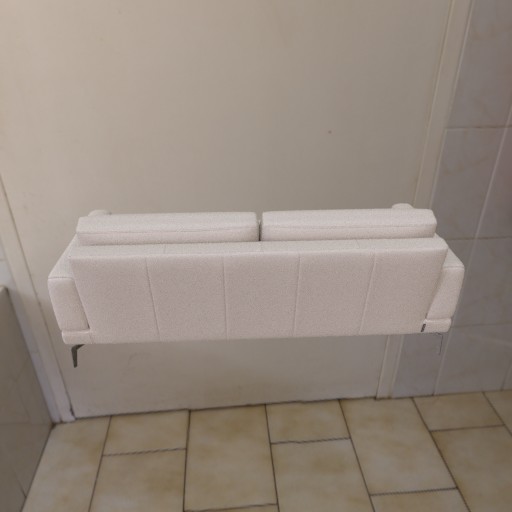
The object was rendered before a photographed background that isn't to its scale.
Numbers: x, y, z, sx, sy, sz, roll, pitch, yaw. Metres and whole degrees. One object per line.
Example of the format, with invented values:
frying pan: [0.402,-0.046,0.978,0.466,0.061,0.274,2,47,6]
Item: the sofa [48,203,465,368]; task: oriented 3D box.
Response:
sofa: [0.000,0.000,2.437,1.940,0.765,0.974,-1,30,-3]
